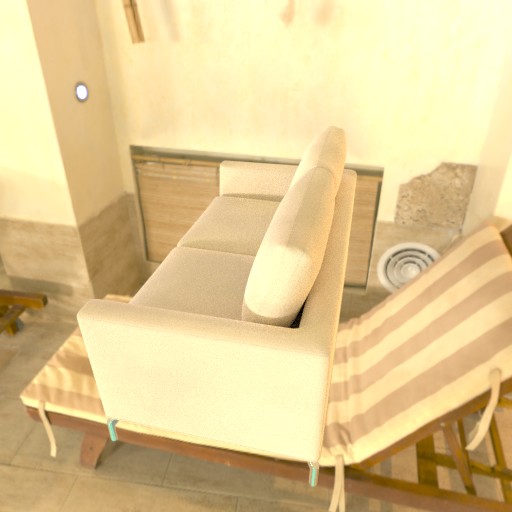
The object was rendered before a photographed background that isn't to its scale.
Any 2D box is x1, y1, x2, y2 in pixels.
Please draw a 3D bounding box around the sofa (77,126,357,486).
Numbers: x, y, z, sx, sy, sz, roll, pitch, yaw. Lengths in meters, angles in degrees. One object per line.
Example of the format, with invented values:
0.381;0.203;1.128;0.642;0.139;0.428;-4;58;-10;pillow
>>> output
0.000;0.000;2.273;0.906;0.995;1.739;7;31;12;sofa
